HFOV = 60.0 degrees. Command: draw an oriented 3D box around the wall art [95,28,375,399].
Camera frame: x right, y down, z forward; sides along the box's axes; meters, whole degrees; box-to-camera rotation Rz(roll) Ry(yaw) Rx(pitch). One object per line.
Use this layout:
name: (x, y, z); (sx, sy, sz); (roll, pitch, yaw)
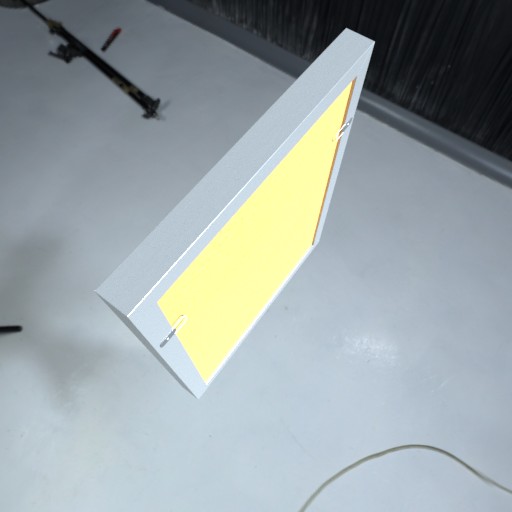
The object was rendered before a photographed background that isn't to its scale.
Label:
wall art: (0.000, 0.000, 0.505); (0.030, 0.379, 0.308); (34, 69, 15)
